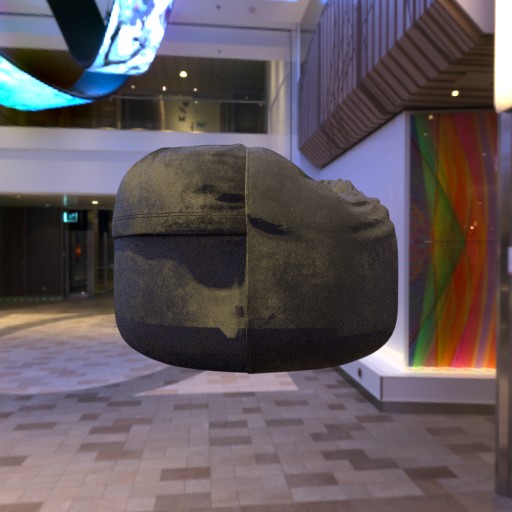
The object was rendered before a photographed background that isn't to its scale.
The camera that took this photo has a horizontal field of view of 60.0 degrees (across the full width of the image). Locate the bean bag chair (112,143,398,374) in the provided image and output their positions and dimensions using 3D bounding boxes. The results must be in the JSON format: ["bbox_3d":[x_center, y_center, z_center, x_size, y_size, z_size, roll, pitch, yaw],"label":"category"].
[{"bbox_3d":[0.000,0.000,1.492,0.918,0.605,0.918,0,1,0],"label":"bean bag chair"}]
